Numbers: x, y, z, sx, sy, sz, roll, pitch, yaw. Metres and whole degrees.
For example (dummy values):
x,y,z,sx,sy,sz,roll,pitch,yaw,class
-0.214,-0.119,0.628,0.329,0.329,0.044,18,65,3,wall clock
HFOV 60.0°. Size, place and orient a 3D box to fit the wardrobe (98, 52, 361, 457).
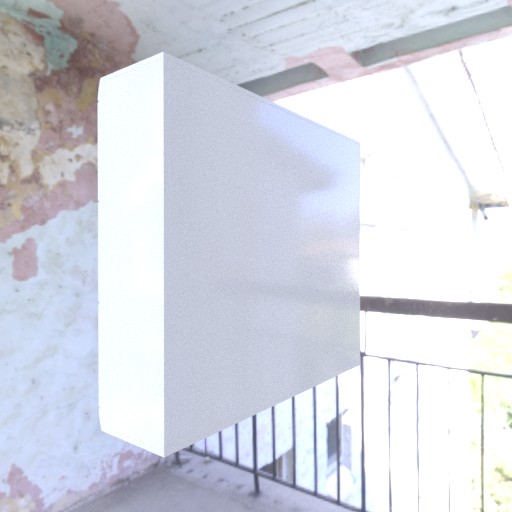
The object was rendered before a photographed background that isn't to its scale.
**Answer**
x,y,z,sx,sy,sz,roll,pitch,yaw,class
0.000,0.000,1.933,0.360,1.200,1.340,0,1,38,wardrobe
